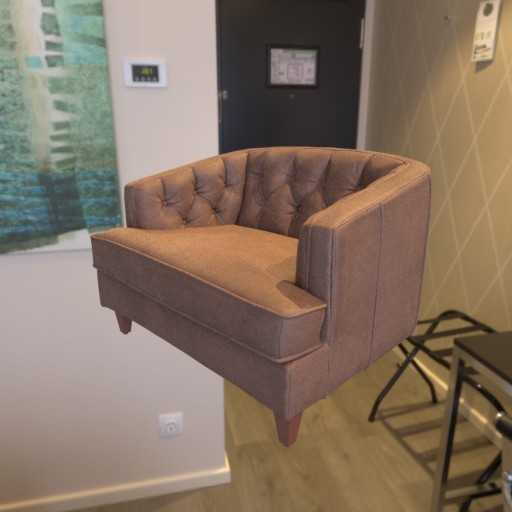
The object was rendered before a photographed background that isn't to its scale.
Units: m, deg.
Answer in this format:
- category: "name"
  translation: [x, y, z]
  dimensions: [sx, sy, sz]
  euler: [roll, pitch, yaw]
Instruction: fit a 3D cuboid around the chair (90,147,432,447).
- category: "chair"
  translation: [0.000, 0.000, 1.717]
  dimensions: [0.914, 0.787, 1.118]
  euler: [-15, 23, -41]
